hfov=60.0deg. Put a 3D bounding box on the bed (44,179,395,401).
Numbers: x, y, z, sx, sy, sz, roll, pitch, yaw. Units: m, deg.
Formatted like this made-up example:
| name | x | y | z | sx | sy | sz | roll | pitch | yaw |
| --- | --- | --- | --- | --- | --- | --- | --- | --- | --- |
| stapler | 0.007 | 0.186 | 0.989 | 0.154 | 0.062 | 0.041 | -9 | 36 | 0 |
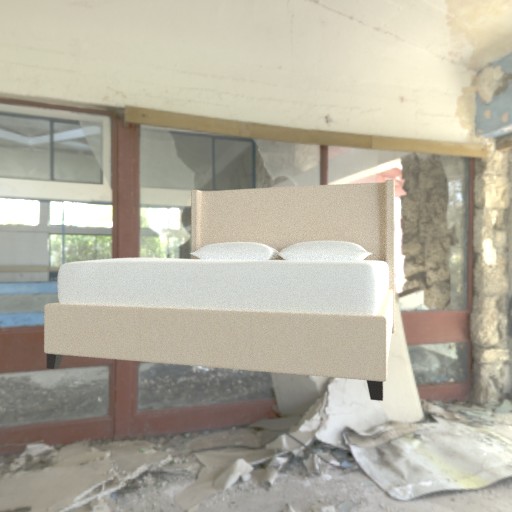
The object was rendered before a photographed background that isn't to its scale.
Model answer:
| name | x | y | z | sx | sy | sz | roll | pitch | yaw |
| --- | --- | --- | --- | --- | --- | --- | --- | --- | --- |
| bed | 0.000 | 0.000 | 3.626 | 2.145 | 1.471 | 2.293 | 0 | 0 | 18 |
